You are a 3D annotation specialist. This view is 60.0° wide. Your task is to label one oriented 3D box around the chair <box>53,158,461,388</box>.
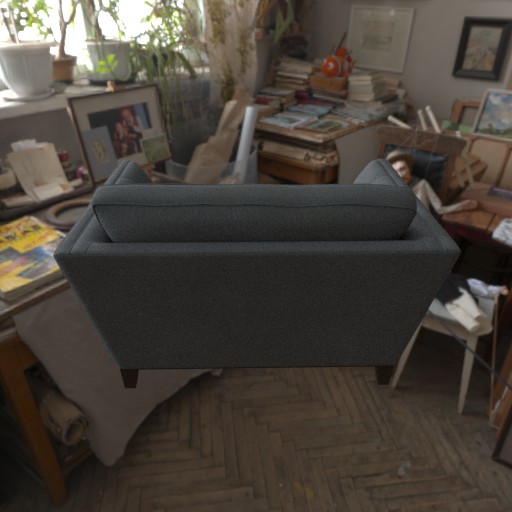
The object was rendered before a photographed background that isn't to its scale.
[{"bbox_3d":[0.000,0.000,2.068,1.396,0.942,0.965,-1,31,-1],"label":"chair"}]
